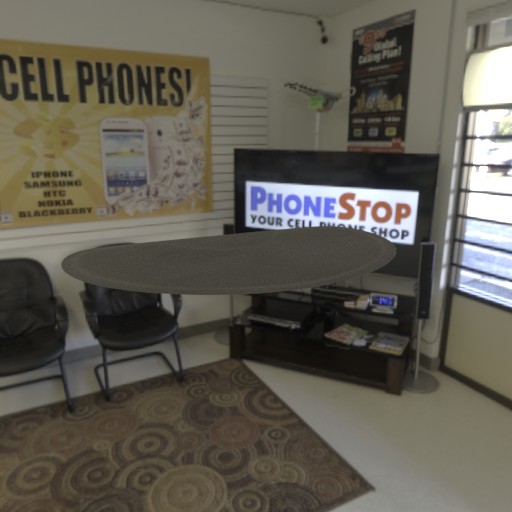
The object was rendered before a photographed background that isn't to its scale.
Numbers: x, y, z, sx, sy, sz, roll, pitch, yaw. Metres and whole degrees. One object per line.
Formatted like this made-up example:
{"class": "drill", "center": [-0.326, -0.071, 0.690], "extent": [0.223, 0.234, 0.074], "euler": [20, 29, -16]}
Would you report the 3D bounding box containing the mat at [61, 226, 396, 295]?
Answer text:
{"class": "mat", "center": [0.000, 0.000, 1.902], "extent": [1.524, 0.013, 0.913], "euler": [-7, 16, -24]}
